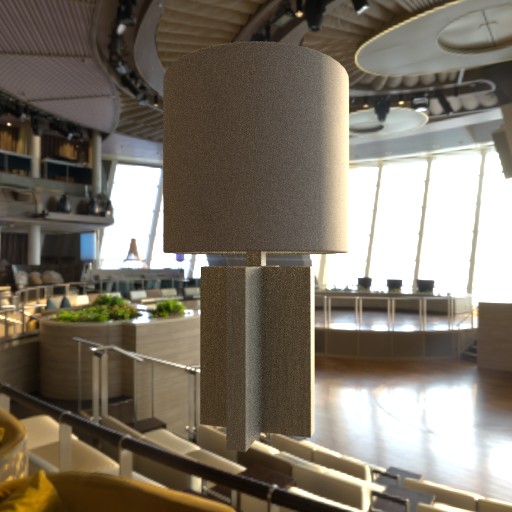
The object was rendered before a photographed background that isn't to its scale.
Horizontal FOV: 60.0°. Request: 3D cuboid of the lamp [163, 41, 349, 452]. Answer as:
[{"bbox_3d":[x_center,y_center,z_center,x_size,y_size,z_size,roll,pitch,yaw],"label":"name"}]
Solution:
[{"bbox_3d":[0.000,0.000,0.555,0.229,0.428,0.229,0,-1,18],"label":"lamp"}]
